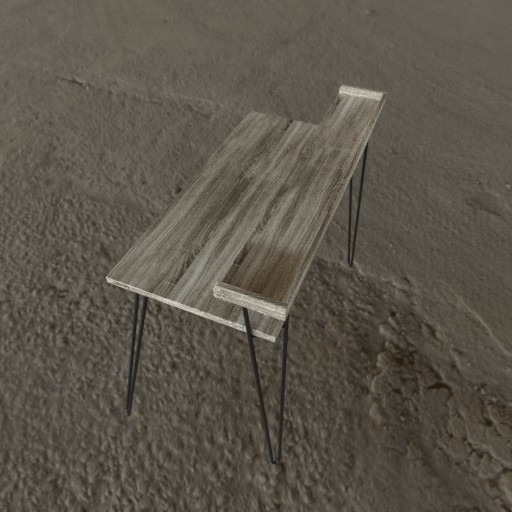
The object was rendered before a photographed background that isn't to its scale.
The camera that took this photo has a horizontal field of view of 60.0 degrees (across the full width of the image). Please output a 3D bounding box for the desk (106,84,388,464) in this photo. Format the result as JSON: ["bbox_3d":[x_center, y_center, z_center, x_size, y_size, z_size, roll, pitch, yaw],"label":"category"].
[{"bbox_3d":[0.000,0.000,1.627,0.605,0.899,1.135,17,49,16],"label":"desk"}]
